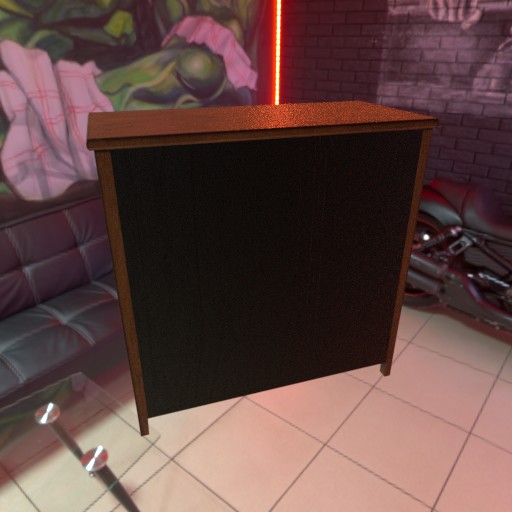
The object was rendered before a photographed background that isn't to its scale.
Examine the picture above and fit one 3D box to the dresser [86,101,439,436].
[{"bbox_3d":[0.000,0.000,1.997,1.250,1.224,0.591,-8,27,-16],"label":"dresser"}]
